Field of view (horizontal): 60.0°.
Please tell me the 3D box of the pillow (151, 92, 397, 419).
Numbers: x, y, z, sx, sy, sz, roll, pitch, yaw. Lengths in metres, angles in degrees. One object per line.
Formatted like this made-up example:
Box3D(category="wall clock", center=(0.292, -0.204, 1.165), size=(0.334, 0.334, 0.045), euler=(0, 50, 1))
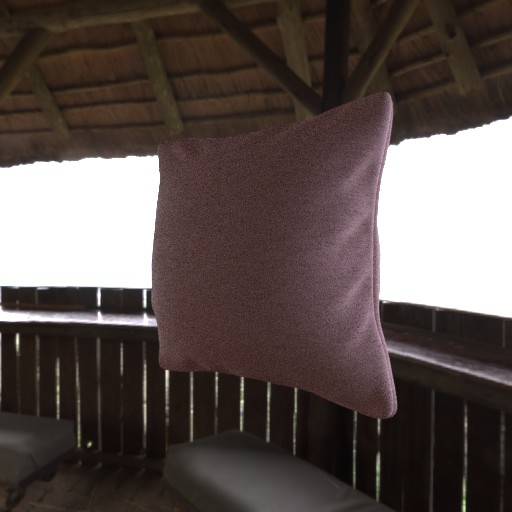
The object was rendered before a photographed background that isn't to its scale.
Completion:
Box3D(category="pillow", center=(0.000, 0.000, 0.683), size=(0.432, 0.415, 0.246), euler=(0, 0, 36))
